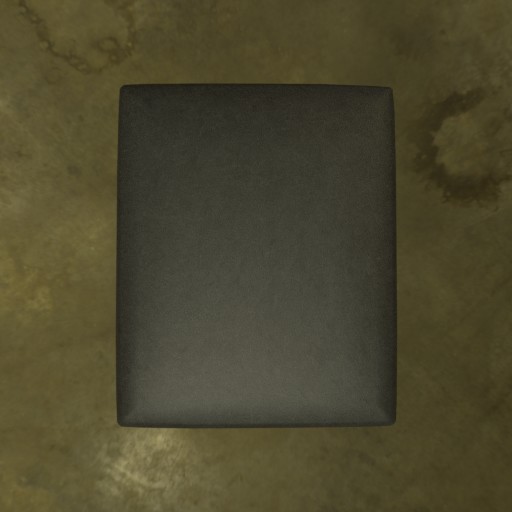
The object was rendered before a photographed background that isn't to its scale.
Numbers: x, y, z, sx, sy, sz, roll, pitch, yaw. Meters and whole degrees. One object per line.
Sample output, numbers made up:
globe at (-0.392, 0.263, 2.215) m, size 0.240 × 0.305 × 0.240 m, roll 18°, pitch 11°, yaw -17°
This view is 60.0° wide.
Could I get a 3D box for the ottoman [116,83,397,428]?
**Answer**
ottoman at (0.000, 0.000, 1.775) m, size 0.967 × 0.696 × 1.187 m, roll 0°, pitch 89°, yaw -1°
